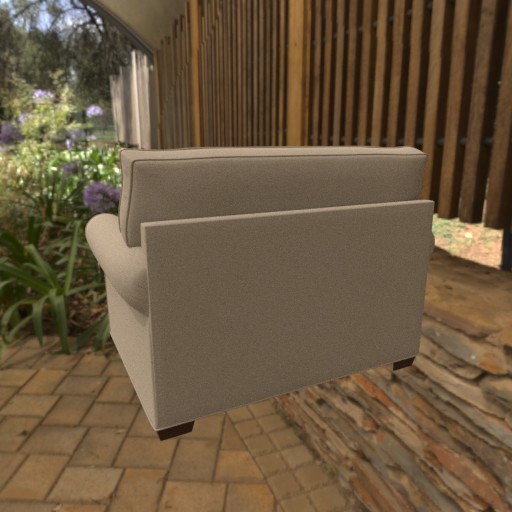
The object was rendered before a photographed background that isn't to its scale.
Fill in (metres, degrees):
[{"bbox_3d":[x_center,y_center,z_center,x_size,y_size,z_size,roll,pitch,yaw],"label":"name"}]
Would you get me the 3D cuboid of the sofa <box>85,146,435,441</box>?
[{"bbox_3d":[0.000,0.000,2.079,1.405,1.006,0.937,-7,16,-26],"label":"sofa"}]
